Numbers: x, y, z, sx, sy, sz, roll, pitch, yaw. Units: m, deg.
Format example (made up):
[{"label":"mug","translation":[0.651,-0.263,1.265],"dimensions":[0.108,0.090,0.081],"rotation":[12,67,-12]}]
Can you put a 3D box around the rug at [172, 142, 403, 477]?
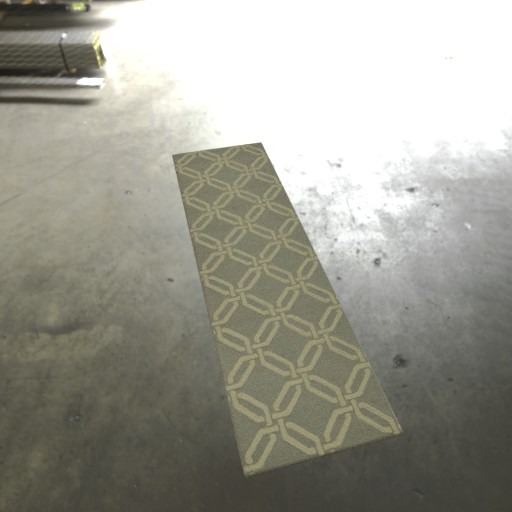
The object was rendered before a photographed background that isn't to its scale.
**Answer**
[{"label":"rug","translation":[0.000,0.000,2.536],"dimensions":[0.678,0.014,2.276],"rotation":[-11,47,-10]}]
